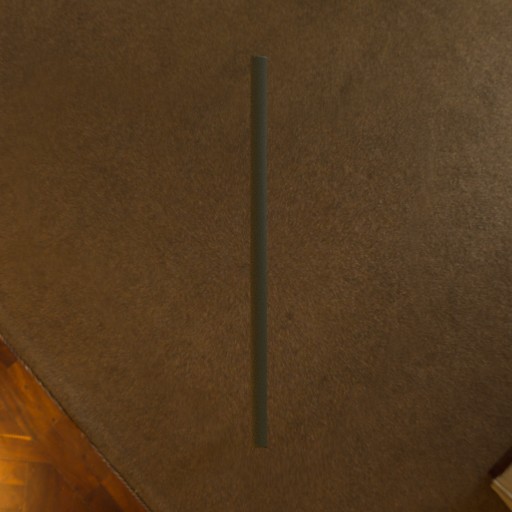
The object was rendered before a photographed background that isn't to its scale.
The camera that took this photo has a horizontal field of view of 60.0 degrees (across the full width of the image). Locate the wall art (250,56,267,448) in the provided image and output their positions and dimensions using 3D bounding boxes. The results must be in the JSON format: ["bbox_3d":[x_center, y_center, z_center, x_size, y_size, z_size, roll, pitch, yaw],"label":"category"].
[{"bbox_3d":[0.000,0.000,0.558,0.013,0.431,0.303,0,89,-1],"label":"wall art"}]
